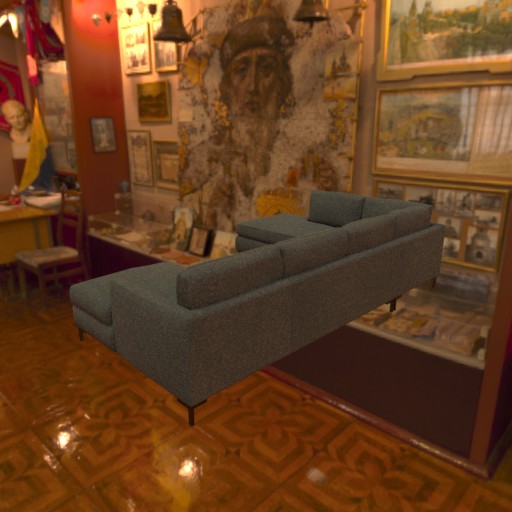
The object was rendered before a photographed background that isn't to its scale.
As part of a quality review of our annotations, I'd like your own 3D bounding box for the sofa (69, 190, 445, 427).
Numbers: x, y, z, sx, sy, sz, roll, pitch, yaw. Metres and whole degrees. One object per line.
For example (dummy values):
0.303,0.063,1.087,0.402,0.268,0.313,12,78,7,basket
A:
0.000,0.000,3.799,2.956,0.813,2.007,-16,23,-42,sofa
